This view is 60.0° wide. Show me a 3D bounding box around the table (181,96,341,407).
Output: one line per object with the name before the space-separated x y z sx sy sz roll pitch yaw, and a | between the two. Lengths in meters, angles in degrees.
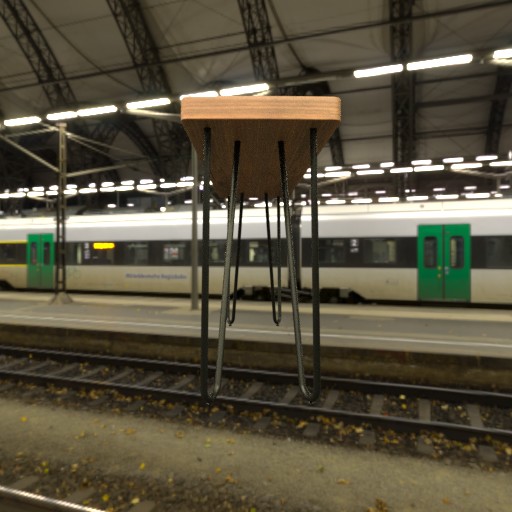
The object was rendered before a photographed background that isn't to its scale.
table | 0.000 0.000 1.935 0.425 0.834 1.570 0 0 -1
